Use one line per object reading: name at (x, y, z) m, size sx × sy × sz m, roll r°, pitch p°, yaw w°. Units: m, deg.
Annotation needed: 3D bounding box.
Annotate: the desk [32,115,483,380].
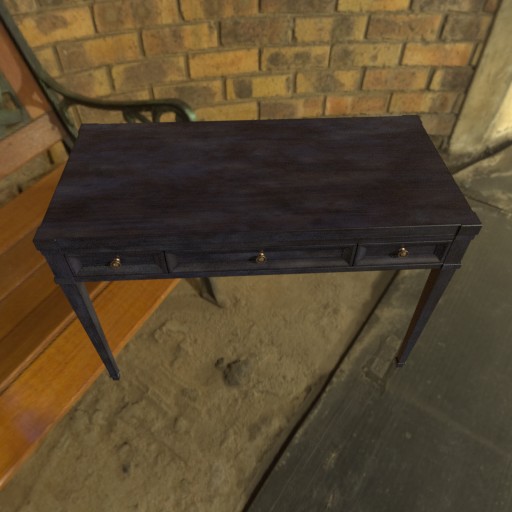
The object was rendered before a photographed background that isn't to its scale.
desk at (0.000, 0.000, 1.793) m, size 1.289 × 0.861 × 0.630 m, roll -2°, pitch 47°, yaw -2°
